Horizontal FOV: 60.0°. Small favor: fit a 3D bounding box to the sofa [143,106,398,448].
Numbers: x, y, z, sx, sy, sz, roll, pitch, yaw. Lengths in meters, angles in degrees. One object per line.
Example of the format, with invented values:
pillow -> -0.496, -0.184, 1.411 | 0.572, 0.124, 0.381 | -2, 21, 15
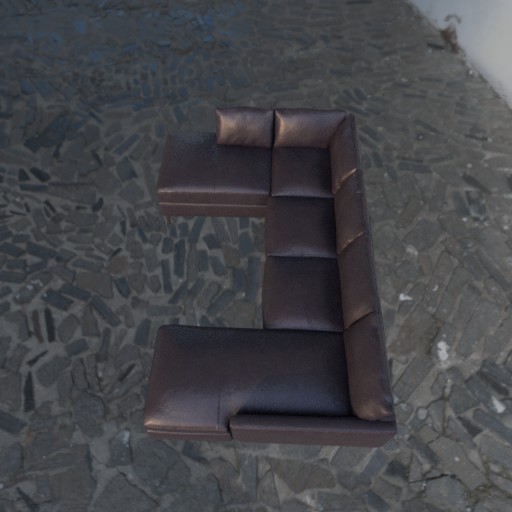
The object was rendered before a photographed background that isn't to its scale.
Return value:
sofa -> 0.000, 0.000, 3.828 | 1.939, 0.900, 2.956 | 2, 57, 1
